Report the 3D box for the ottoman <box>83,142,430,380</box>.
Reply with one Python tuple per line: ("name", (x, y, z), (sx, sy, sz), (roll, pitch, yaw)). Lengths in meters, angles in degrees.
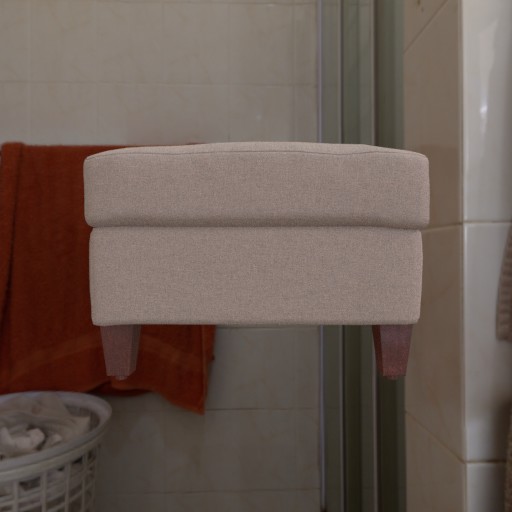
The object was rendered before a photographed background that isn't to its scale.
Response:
("ottoman", (0.000, 0.000, 1.288), (0.692, 0.511, 0.902), (0, 0, 0))
